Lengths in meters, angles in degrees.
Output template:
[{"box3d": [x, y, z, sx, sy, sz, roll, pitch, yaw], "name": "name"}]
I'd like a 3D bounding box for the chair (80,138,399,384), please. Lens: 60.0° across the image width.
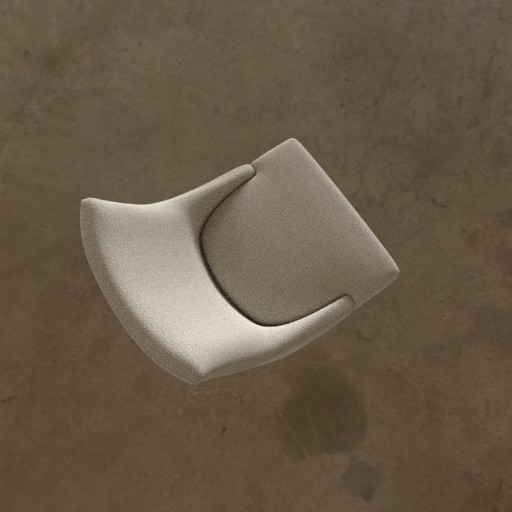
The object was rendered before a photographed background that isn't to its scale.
[{"box3d": [0.000, 0.000, 1.555, 0.861, 0.909, 0.701, -33, 77, -9], "name": "chair"}]
